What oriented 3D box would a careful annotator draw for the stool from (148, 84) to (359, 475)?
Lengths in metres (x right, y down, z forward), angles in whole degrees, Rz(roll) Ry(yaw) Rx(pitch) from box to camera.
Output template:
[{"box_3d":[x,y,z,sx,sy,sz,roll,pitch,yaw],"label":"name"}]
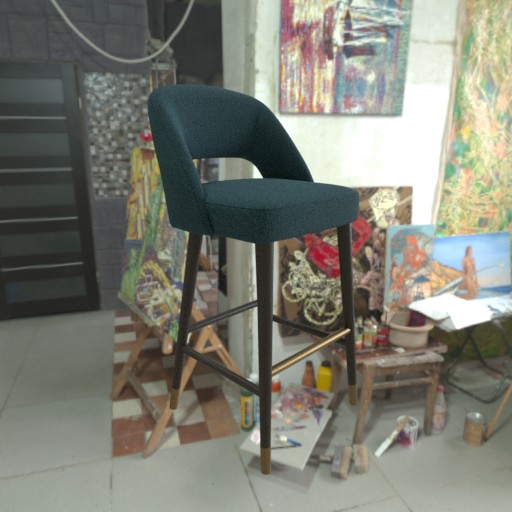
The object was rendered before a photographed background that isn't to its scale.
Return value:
[{"box_3d":[0.000,0.000,1.380,0.522,1.032,0.536,14,21,42],"label":"stool"}]
